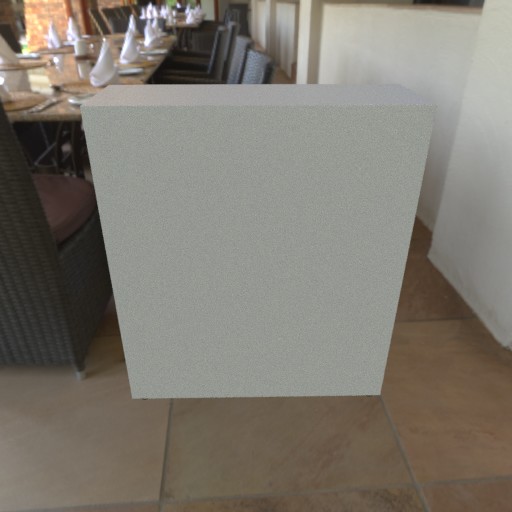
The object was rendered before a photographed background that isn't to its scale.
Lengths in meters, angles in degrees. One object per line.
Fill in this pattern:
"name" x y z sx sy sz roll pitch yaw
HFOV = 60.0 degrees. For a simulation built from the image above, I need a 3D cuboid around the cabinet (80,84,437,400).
"cabinet" 0.000 0.000 1.647 0.990 1.150 0.348 -1 30 -1
